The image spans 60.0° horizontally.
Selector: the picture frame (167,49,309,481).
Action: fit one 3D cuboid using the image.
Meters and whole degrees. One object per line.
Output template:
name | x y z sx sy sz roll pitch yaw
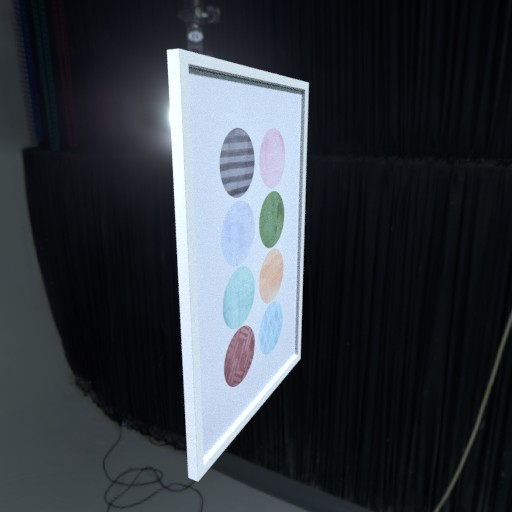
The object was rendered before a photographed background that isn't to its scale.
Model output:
picture frame | 0.000 0.000 0.559 0.013 0.434 0.305 8 18 26
